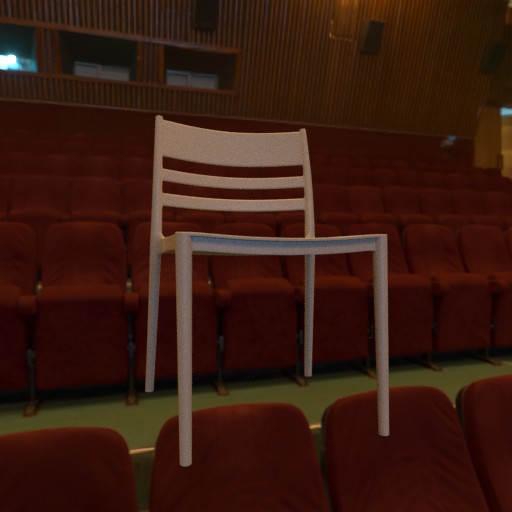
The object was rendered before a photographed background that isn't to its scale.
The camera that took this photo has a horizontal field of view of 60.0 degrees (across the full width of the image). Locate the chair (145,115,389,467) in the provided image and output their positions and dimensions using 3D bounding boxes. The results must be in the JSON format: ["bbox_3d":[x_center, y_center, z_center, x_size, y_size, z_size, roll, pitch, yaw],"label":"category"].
[{"bbox_3d":[0.000,0.000,1.153,0.531,0.800,0.511,0,1,-18],"label":"chair"}]
